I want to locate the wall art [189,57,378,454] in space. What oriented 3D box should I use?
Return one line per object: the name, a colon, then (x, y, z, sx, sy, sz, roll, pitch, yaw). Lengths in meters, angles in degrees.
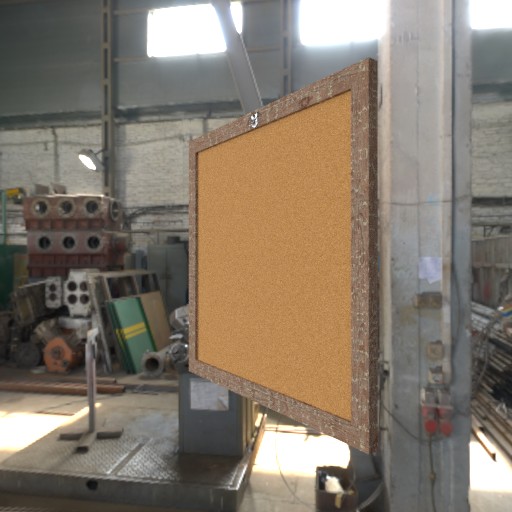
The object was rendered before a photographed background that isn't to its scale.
wall art: (0.000, 0.000, 0.580, 0.022, 0.380, 0.380, 0, 0, -35)
